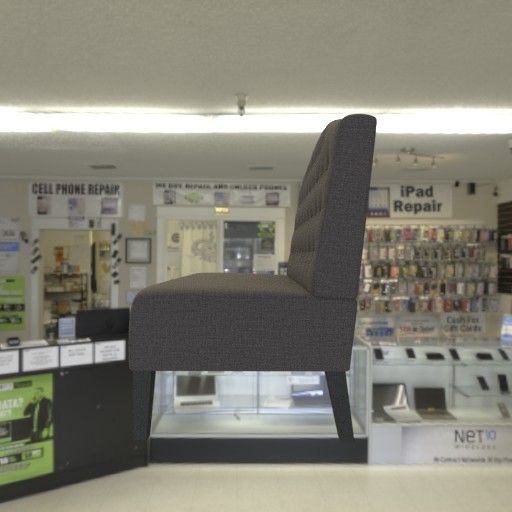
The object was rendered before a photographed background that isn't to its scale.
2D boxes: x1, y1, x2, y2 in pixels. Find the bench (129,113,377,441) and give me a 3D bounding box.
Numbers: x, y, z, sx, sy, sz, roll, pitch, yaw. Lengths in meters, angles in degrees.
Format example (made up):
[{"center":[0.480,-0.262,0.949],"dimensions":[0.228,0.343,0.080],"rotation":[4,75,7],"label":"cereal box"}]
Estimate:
[{"center":[0.000,0.000,2.059],"dimensions":[0.815,1.180,1.335],"rotation":[0,0,1],"label":"bench"}]
